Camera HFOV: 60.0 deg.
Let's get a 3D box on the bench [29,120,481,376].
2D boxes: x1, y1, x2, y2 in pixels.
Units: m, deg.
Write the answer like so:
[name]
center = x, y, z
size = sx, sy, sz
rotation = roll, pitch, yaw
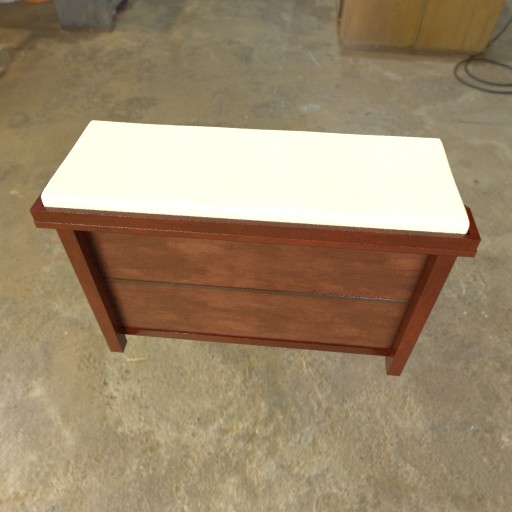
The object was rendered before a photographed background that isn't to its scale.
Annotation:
[bench]
center = 0.000, 0.000, 1.296
size = 0.987, 0.646, 0.369
rotation = 4, 47, 4
